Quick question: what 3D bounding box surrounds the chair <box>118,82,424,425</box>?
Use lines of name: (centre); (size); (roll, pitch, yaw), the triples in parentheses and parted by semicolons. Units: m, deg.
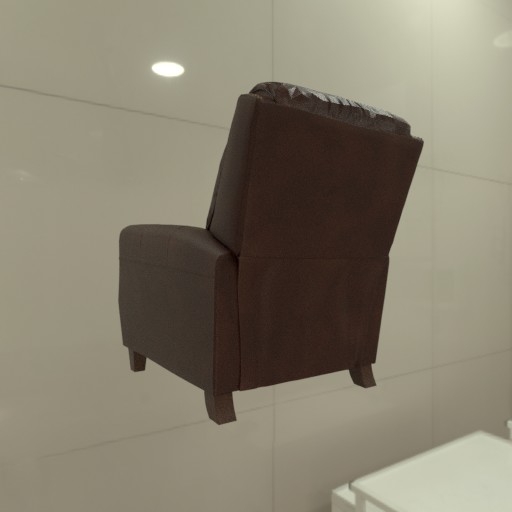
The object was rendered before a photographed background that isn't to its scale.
chair: (0.000, 0.000, 1.789); (0.826, 1.022, 1.089); (0, 0, -35)
